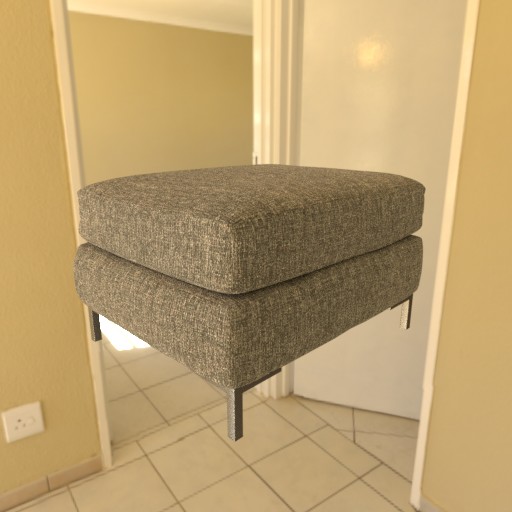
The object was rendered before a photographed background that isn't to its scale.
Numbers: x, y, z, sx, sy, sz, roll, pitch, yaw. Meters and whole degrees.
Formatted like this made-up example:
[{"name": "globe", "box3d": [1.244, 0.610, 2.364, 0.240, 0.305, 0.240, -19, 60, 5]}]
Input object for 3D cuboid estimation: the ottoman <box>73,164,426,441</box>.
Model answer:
[{"name": "ottoman", "box3d": [0.000, 0.000, 1.263, 0.683, 0.480, 0.828, 16, 22, 43]}]
